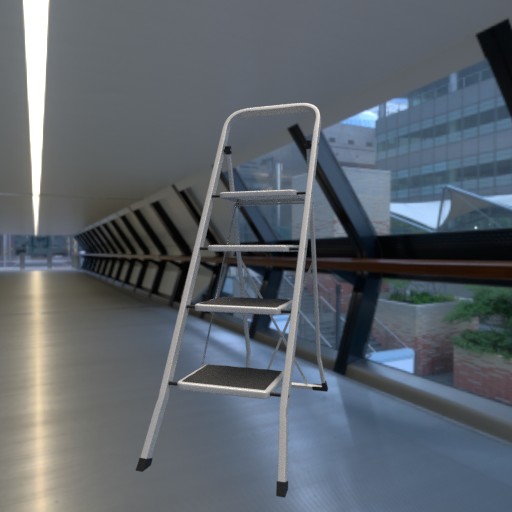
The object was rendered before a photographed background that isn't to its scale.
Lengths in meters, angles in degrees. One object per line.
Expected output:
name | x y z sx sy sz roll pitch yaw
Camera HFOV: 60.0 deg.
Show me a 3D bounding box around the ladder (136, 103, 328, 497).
ladder | 0.000 0.000 1.671 0.460 1.265 0.914 0 1 18
